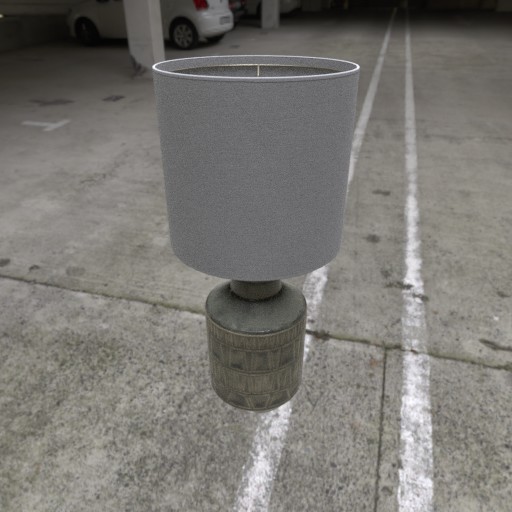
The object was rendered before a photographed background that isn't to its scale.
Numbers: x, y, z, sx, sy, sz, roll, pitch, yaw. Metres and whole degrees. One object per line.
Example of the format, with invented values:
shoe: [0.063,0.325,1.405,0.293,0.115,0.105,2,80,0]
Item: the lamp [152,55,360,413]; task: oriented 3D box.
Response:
lamp: [0.000,0.000,0.570,0.211,0.455,0.211,8,30,14]
